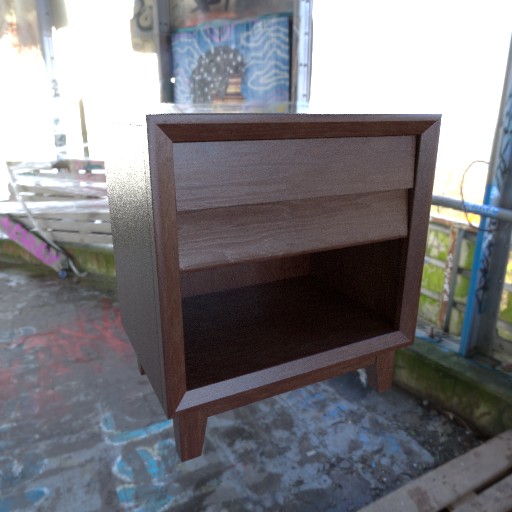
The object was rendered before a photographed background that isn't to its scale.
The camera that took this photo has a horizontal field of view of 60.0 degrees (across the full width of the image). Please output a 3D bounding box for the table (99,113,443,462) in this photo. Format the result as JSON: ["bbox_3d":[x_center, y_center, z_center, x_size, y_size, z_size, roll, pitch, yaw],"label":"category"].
[{"bbox_3d":[0.000,0.000,0.994,0.557,0.609,0.449,-9,20,-26],"label":"table"}]
